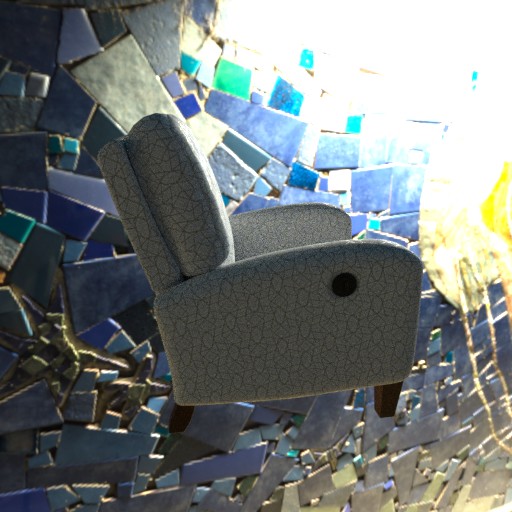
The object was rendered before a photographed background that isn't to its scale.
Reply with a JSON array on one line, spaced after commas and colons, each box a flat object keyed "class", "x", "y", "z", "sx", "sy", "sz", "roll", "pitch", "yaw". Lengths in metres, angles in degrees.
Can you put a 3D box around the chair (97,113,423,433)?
[{"class": "chair", "x": 0.000, "y": 0.000, "z": 1.730, "sx": 0.995, "sy": 1.064, "sz": 0.796, "roll": -3, "pitch": 18, "yaw": -9}]
